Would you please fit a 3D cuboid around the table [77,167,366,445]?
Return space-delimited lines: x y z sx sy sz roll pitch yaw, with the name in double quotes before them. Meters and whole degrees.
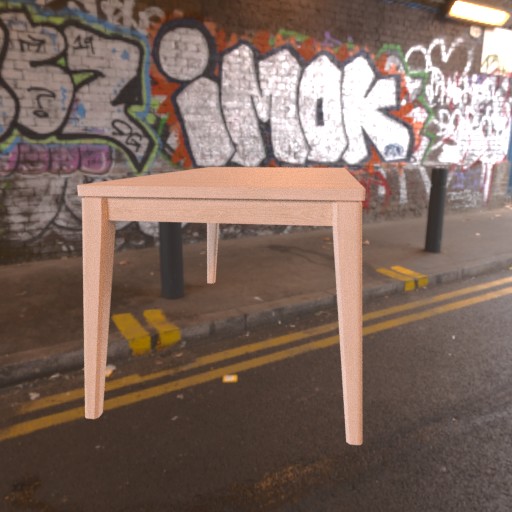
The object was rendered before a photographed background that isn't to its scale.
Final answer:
"table" 0.000 0.000 2.077 0.900 0.760 1.600 2 13 9
